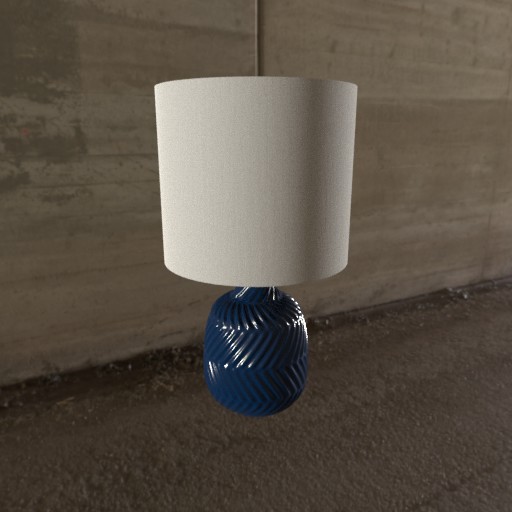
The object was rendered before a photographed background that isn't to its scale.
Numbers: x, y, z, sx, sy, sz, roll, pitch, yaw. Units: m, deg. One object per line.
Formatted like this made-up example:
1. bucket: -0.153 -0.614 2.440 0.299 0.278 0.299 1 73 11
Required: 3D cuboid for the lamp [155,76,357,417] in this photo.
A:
1. lamp: 0.000 0.000 0.502 0.203 0.368 0.203 7 17 24
